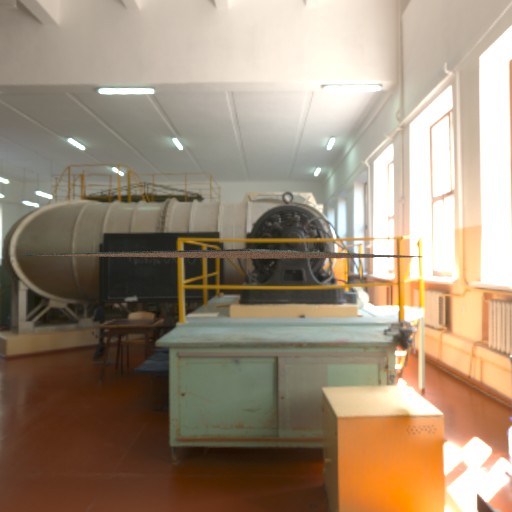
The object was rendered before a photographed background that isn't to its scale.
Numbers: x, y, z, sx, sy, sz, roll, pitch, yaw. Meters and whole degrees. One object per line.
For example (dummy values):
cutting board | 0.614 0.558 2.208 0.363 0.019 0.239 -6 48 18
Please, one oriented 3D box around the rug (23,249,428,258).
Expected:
rug | 0.000 0.000 4.276 2.337 0.013 3.291 -1 -1 36
